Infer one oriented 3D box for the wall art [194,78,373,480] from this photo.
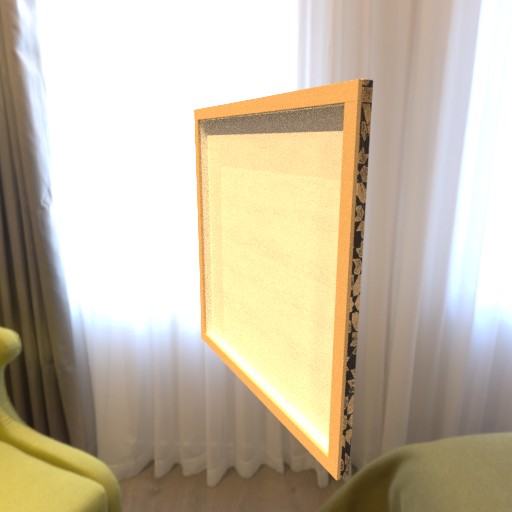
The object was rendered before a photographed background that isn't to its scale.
[{"bbox_3d":[0.000,0.000,1.359,0.038,0.914,0.914,-7,16,-27],"label":"wall art"}]
